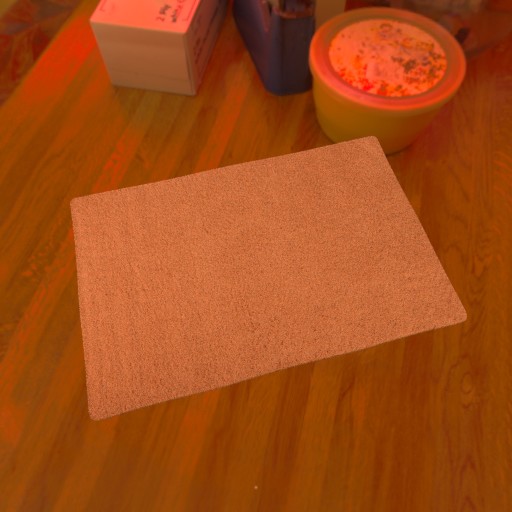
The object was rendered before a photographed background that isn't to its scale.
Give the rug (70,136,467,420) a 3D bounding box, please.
[{"bbox_3d":[0.000,0.000,3.426,2.700,0.024,1.801,-13,63,-7],"label":"rug"}]
